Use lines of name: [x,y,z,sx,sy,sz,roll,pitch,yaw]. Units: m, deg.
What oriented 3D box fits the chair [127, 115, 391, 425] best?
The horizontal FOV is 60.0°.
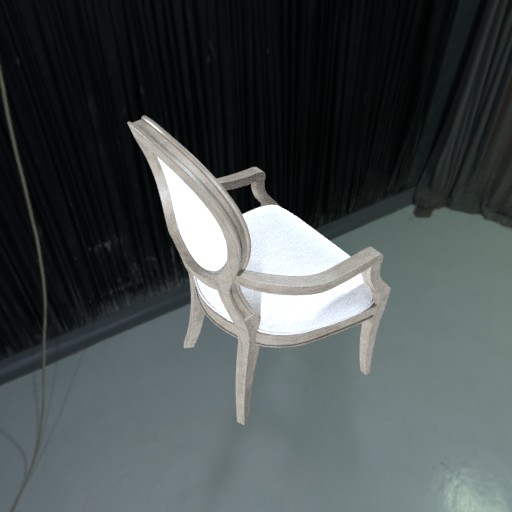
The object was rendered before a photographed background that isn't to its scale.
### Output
chair: [0.000,0.000,1.371,0.602,0.991,0.611,-24,46,-26]
